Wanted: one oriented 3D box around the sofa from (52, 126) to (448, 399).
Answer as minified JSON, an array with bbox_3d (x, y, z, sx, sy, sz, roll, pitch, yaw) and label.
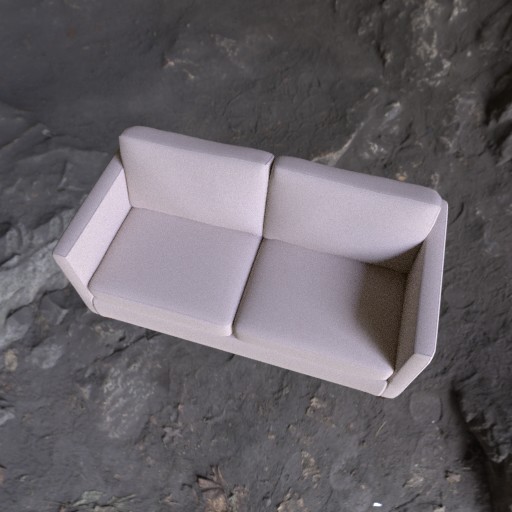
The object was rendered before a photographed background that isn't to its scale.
[{"bbox_3d":[0.000,0.000,2.281,1.722,0.888,0.873,14,59,9],"label":"sofa"}]
